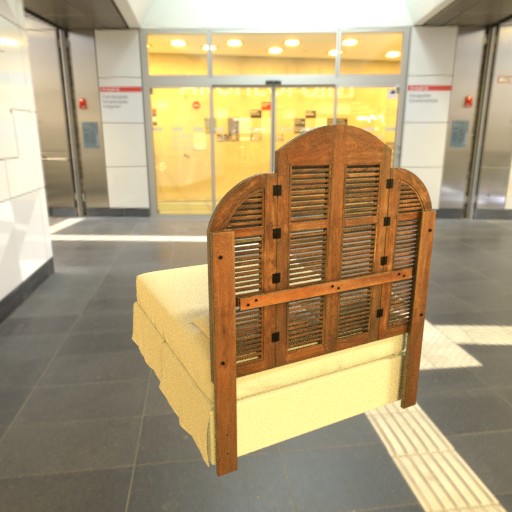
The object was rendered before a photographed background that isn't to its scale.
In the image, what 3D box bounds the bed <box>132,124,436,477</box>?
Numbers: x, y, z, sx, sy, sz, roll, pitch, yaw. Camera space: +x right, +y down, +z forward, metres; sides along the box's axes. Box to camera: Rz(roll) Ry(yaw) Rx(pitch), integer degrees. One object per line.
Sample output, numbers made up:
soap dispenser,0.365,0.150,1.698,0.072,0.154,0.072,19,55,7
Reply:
bed,0.000,0.000,3.633,1.713,2.019,2.138,-8,17,-26
